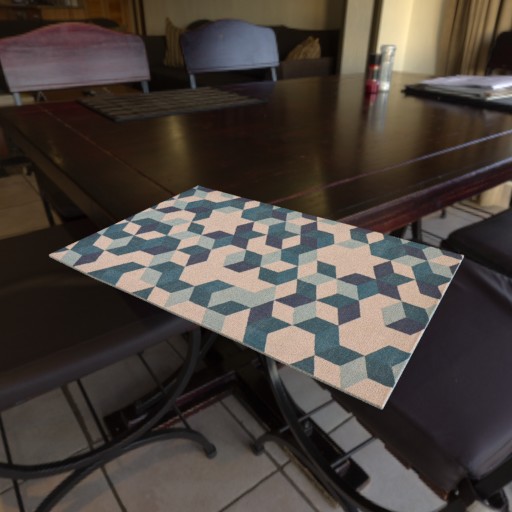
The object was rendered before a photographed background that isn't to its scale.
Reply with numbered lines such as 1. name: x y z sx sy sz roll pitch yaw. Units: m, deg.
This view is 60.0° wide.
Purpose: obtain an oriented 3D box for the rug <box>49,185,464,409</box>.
1. rug: 0.000 0.000 2.349 1.829 0.014 1.235 19 35 29
